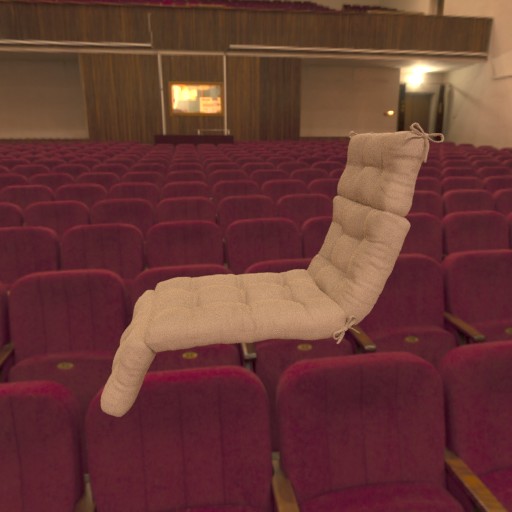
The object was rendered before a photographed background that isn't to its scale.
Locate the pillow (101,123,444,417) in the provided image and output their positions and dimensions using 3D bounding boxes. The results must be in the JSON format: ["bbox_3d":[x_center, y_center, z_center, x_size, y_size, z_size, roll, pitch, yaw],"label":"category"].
[{"bbox_3d":[0.000,0.000,1.520,1.016,0.863,0.526,-2,14,-8],"label":"pillow"}]
